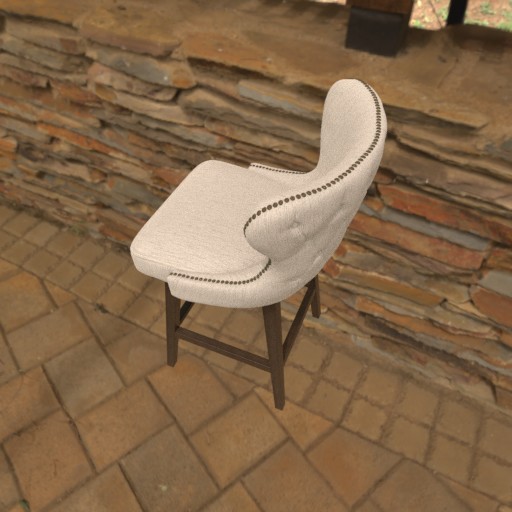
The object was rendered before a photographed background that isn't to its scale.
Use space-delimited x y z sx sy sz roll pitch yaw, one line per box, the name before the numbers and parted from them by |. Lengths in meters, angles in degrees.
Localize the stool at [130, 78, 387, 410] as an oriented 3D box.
stool | 0.000 0.000 1.373 0.597 0.972 0.615 17 49 15
